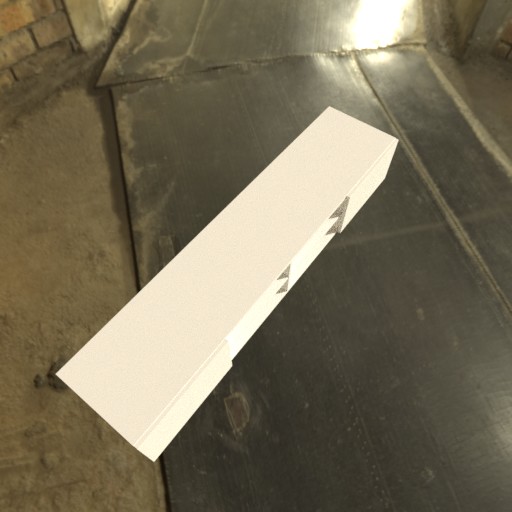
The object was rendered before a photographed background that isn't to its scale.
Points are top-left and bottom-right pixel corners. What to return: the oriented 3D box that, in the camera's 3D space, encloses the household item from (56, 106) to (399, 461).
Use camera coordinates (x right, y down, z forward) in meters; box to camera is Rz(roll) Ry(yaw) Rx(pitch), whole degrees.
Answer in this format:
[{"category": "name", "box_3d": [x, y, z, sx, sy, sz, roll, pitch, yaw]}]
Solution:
[{"category": "household item", "box_3d": [0.000, 0.000, 2.067, 0.420, 0.310, 1.850, 33, 63, 19]}]
